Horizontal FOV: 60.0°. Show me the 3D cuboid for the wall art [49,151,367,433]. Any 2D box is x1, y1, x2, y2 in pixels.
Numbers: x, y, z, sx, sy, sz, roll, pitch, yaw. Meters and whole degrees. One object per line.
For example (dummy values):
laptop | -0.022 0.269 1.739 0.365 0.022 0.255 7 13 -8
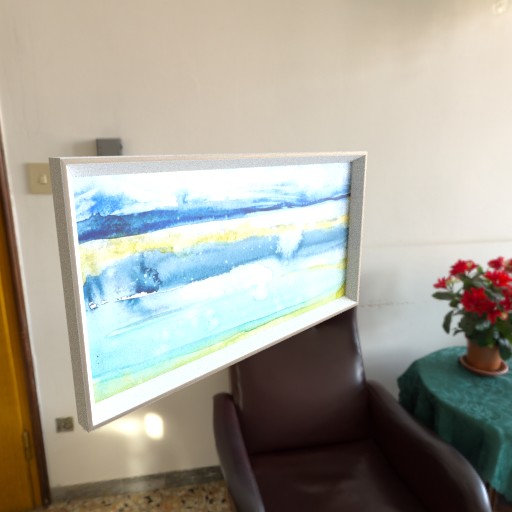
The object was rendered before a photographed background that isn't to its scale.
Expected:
wall art | 0.000 0.000 0.954 0.038 0.431 0.812 13 19 42
